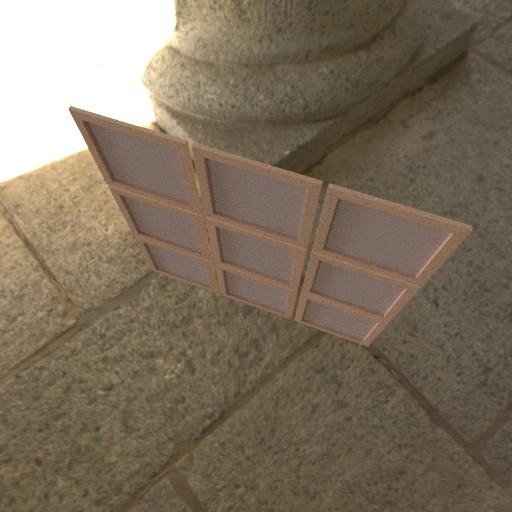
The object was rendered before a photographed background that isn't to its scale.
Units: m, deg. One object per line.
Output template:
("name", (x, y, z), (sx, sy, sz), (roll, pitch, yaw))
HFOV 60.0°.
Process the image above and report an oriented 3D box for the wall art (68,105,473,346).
("wall art", (0.000, 0.000, 1.802), (1.217, 1.207, 0.016), (19, 66, 9))
